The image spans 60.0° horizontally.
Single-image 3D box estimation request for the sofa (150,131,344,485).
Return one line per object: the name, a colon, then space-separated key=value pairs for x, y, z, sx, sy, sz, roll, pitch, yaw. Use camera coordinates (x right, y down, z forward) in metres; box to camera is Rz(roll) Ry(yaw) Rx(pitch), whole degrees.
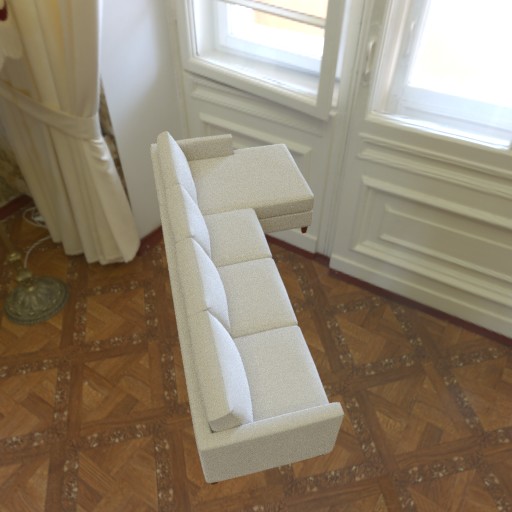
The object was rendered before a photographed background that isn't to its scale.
sofa: x=0.000 y=0.000 z=4.096 sx=1.599 sy=0.954 sz=3.471 roll=-10 pitch=47 yaw=-10
